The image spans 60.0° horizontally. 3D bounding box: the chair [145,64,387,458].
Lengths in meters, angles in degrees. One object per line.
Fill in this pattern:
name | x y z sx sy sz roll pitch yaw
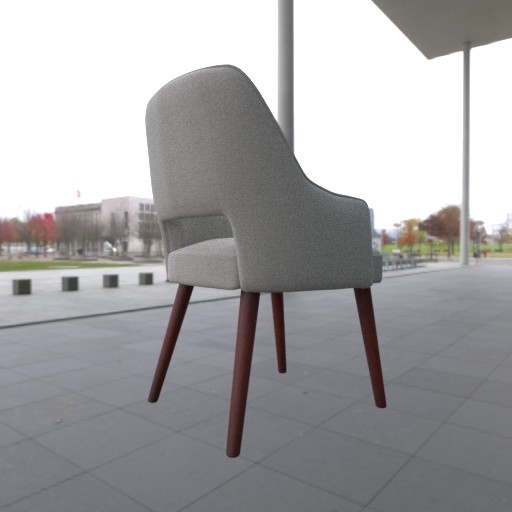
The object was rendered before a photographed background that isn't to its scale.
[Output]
chair | 0.000 0.000 1.233 0.580 0.840 0.560 -1 1 -37
